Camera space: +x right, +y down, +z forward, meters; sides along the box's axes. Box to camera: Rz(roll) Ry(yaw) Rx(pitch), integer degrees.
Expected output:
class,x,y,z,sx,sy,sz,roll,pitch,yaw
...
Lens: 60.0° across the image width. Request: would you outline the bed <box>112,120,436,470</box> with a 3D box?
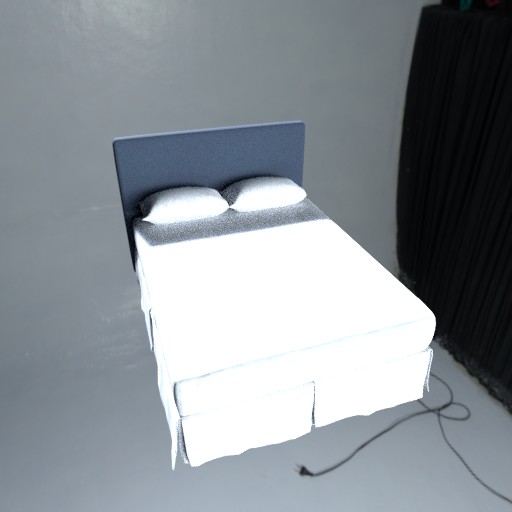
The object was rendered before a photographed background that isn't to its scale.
class,x,y,z,sx,sy,sz,roll,pitch,yaw
bed,0.000,0.000,3.219,1.713,1.330,2.162,-10,33,-16
